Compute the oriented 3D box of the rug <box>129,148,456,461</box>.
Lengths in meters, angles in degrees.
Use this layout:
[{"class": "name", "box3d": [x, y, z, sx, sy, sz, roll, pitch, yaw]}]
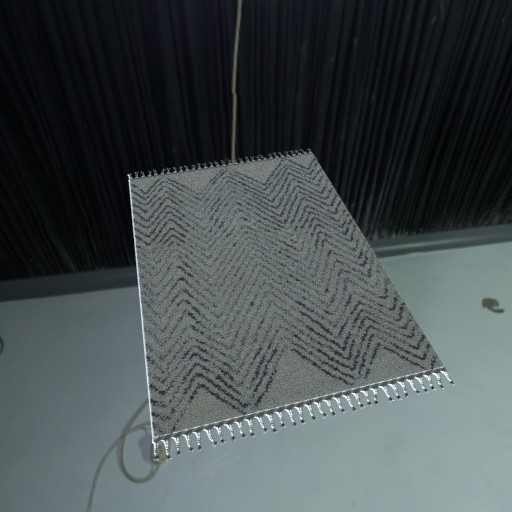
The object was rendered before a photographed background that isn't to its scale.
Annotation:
[{"class": "rug", "box3d": [0.000, 0.000, 2.320, 1.230, 0.014, 1.847, -10, 47, -10]}]
